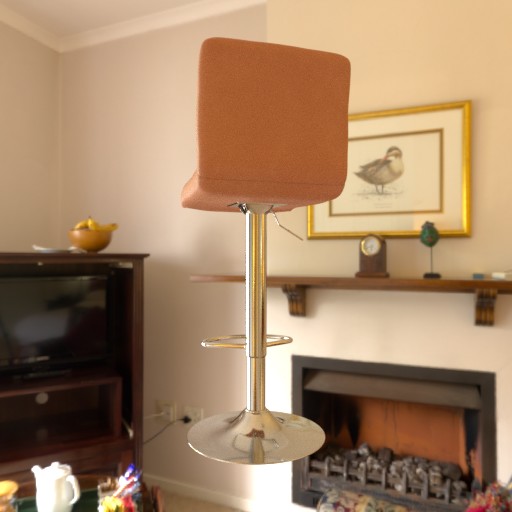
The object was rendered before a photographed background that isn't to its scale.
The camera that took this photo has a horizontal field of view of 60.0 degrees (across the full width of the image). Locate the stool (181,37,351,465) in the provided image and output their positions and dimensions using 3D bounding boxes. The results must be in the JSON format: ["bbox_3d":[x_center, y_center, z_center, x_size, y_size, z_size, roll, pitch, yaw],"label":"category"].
[{"bbox_3d":[0.000,0.000,1.388,0.430,1.115,0.505,0,-1,-16],"label":"stool"}]
